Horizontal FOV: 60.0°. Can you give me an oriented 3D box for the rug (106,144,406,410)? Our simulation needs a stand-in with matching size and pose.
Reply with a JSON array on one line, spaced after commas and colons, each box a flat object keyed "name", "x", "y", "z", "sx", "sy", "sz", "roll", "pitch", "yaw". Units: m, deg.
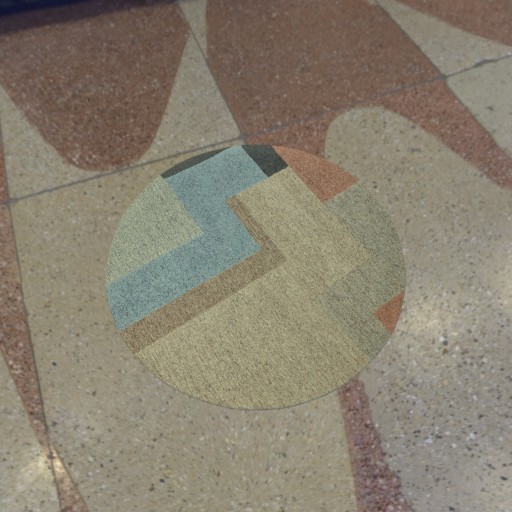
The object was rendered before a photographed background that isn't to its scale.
[{"name": "rug", "x": 0.000, "y": 0.000, "z": 3.677, "sx": 2.461, "sy": 0.033, "sz": 2.461, "roll": 0, "pitch": 61, "yaw": 0}]
